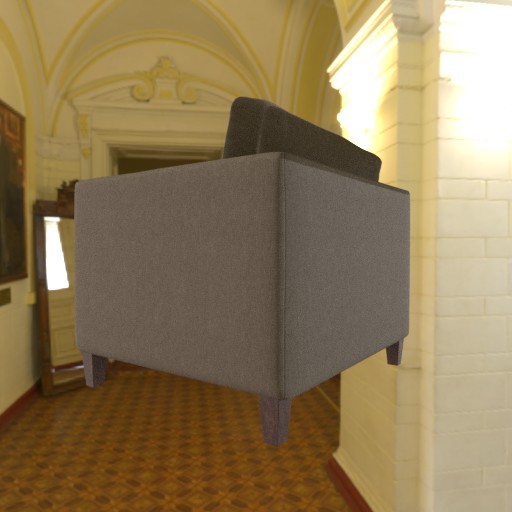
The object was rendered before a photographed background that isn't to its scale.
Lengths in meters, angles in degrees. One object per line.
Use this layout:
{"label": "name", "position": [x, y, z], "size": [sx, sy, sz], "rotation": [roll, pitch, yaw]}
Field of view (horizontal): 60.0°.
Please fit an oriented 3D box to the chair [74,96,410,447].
{"label": "chair", "position": [0.000, 0.000, 1.812], "size": [0.959, 0.963, 1.107], "rotation": [1, 2, 36]}
